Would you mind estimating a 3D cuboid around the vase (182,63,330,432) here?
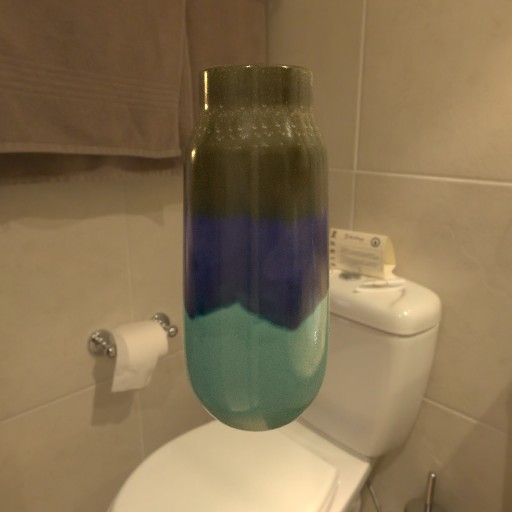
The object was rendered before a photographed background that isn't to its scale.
[{"bbox_3d":[0.000,0.000,0.402,0.139,0.313,0.139,0,16,0],"label":"vase"}]
